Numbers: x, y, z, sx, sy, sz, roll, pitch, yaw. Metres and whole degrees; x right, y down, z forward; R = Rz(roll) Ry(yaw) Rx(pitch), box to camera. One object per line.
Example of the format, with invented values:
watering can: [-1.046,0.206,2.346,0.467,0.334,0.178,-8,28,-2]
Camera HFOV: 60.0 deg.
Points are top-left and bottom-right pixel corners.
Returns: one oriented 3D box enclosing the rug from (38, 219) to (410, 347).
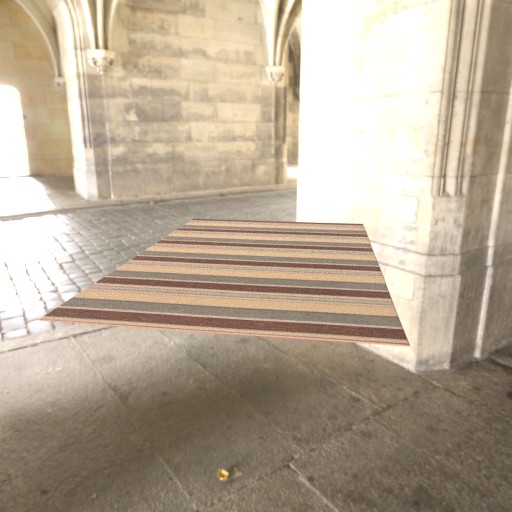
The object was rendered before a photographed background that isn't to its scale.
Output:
rug: [0.000,0.000,2.286,1.219,0.008,1.829,2,16,8]
